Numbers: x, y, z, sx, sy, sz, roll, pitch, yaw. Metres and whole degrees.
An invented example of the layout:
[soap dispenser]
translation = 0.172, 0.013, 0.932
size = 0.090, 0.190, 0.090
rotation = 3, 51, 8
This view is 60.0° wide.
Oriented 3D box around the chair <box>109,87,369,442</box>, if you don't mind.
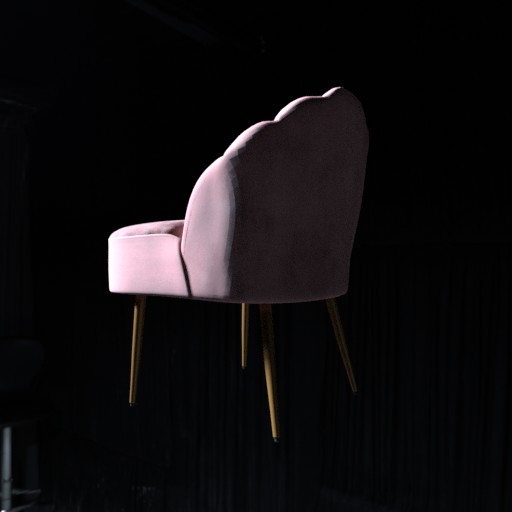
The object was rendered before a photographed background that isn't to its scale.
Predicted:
[chair]
translation = 0.000, 0.000, 1.271
size = 0.599, 0.819, 0.657
rotation = 0, 0, 36
